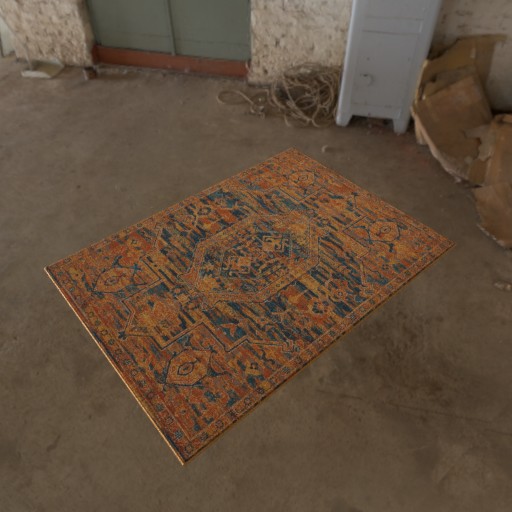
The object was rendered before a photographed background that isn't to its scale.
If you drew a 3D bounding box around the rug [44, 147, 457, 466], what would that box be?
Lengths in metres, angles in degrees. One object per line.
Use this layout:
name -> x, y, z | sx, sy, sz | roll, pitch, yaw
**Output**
rug -> 0.000, 0.000, 2.904 | 2.204, 0.024, 1.588 | -31, 53, -27
